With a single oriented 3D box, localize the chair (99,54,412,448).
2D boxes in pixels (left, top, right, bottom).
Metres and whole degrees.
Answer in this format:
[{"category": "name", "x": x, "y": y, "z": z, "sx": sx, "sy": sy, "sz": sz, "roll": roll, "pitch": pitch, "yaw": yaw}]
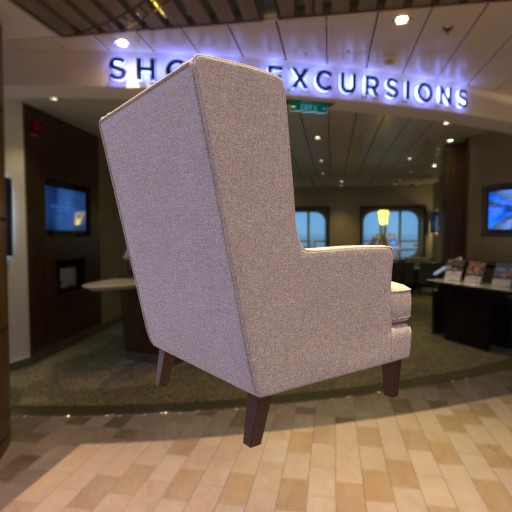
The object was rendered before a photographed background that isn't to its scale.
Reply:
[{"category": "chair", "x": 0.000, "y": 0.000, "z": 1.699, "sx": 0.948, "sy": 1.082, "sz": 0.764, "roll": -2, "pitch": 4, "yaw": -36}]
